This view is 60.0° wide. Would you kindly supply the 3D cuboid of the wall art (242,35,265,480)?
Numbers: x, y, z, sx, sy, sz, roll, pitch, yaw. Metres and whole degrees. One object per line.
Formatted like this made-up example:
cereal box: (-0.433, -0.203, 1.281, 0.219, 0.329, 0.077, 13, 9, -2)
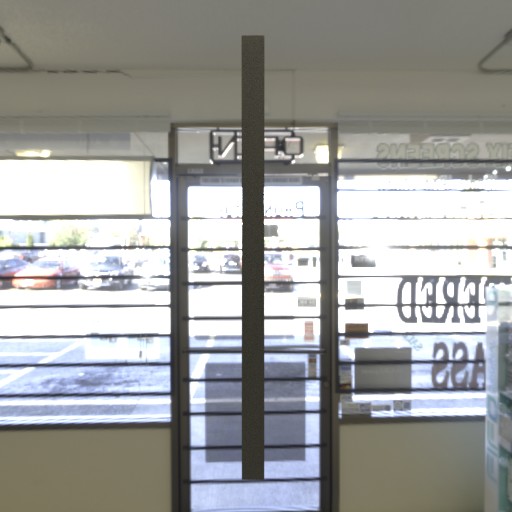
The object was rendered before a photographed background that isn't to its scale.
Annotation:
wall art: (0.000, 0.000, 1.141, 0.039, 0.763, 0.763, 0, 1, 1)
